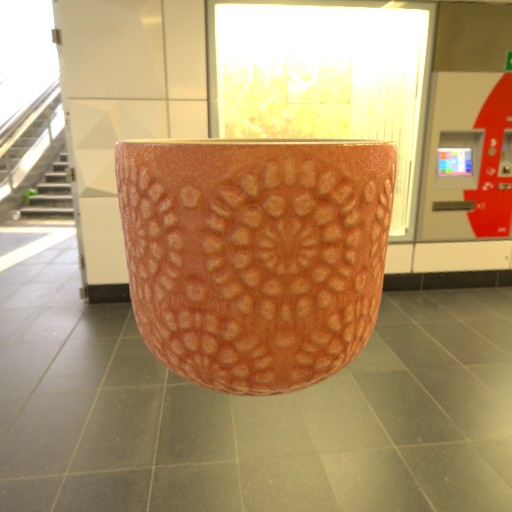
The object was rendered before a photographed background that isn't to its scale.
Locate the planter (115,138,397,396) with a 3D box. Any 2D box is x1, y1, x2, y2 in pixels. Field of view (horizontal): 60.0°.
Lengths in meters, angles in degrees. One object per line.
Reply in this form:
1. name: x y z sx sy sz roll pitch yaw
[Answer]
1. planter: 0.000 0.000 0.215 0.124 0.109 0.124 0 16 0
